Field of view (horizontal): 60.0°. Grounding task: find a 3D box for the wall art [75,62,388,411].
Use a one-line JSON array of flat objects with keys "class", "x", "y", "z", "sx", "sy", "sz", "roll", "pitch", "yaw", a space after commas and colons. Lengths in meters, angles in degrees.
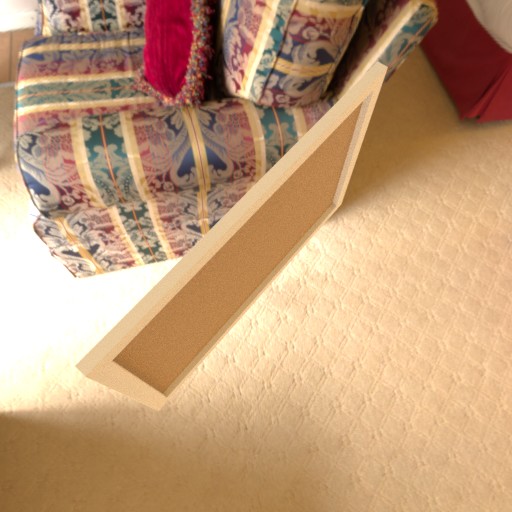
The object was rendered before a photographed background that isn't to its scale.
[{"class": "wall art", "x": 0.000, "y": 0.000, "z": 1.455, "sx": 0.038, "sy": 0.767, "sz": 1.144, "roll": 38, "pitch": 71, "yaw": 15}]
